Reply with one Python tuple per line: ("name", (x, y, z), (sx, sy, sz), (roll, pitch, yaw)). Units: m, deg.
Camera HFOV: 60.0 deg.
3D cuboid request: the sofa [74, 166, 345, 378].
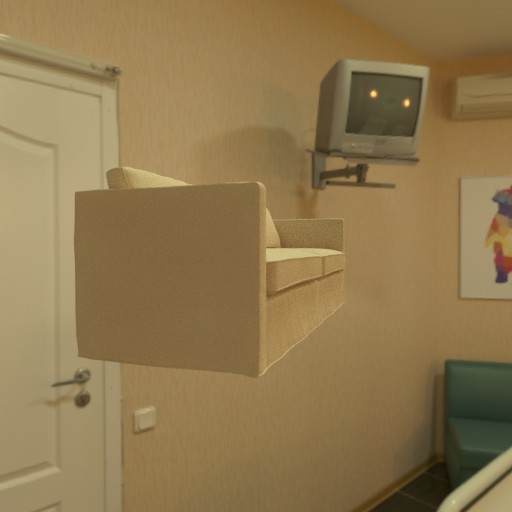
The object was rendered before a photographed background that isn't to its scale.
("sofa", (0.000, 0.000, 3.368), (1.036, 0.999, 2.779), (0, 1, 19))
